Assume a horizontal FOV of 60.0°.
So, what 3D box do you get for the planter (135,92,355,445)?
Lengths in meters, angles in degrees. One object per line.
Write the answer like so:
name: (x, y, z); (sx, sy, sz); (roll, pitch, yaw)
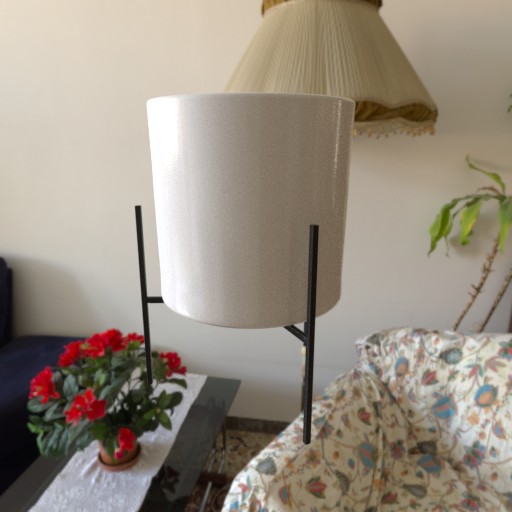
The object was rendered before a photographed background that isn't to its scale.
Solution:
planter: (0.000, 0.000, 0.650); (0.307, 0.431, 0.308); (-7, 17, -25)
